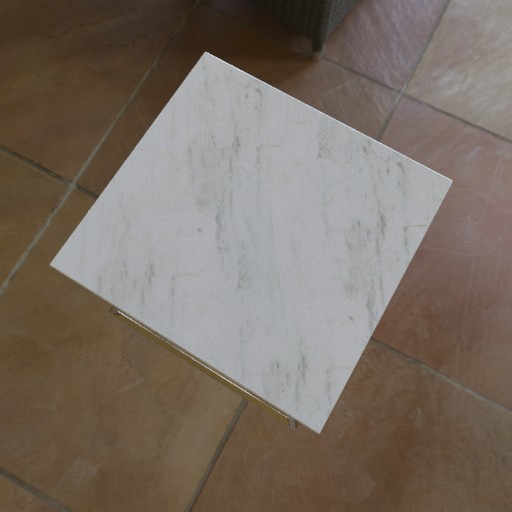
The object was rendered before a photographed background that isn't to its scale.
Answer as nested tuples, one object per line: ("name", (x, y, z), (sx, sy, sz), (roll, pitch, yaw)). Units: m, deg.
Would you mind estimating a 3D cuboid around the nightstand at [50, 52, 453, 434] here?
("nightstand", (0.000, 0.000, 0.883), (0.513, 0.426, 0.514), (30, 78, 7))
